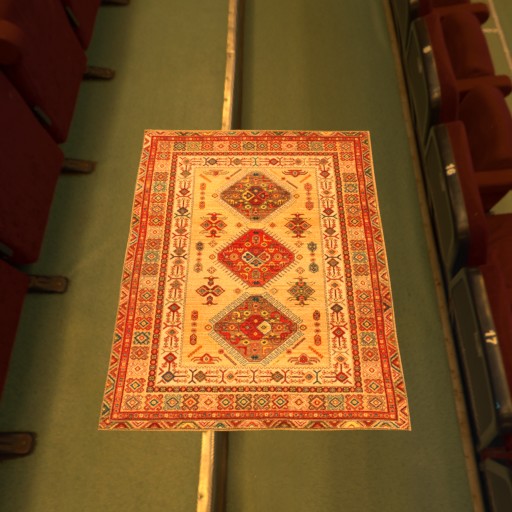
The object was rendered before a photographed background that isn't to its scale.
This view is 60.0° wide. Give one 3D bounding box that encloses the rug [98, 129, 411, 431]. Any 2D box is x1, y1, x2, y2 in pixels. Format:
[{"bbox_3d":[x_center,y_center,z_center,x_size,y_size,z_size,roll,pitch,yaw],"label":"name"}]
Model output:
[{"bbox_3d":[0.000,0.000,4.154,2.460,0.005,3.067,0,64,0],"label":"rug"}]
